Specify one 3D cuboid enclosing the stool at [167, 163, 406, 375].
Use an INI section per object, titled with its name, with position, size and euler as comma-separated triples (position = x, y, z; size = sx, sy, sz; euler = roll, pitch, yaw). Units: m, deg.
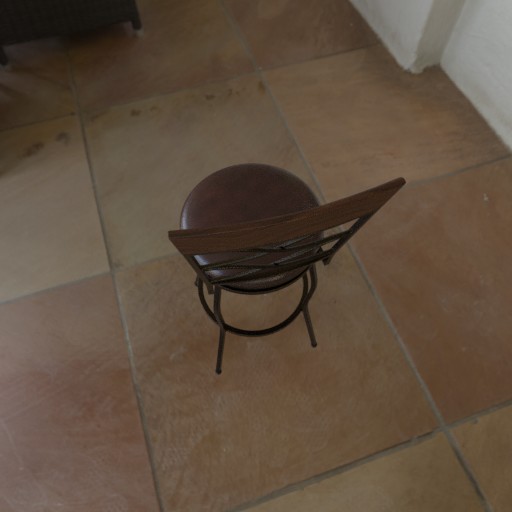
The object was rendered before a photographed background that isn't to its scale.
[stool]
position = 0.000, 0.000, 1.393
size = 0.448, 1.130, 0.513
euler = -14, 61, -8
